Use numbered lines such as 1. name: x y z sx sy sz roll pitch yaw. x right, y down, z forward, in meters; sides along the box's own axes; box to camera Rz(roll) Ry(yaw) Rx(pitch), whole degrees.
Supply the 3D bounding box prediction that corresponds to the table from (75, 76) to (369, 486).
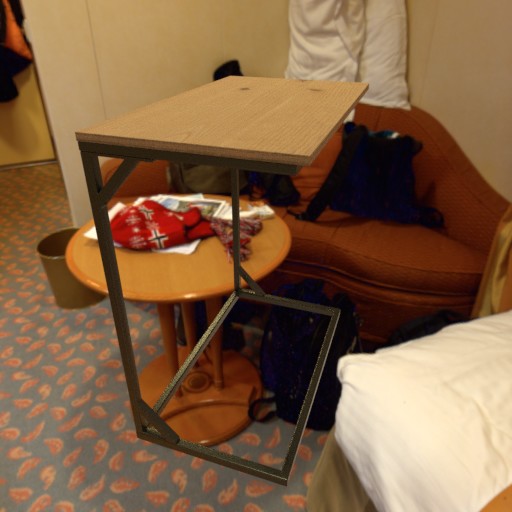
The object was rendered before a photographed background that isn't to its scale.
1. table: 0.000 0.000 1.006 0.351 0.673 0.597 10 31 17
